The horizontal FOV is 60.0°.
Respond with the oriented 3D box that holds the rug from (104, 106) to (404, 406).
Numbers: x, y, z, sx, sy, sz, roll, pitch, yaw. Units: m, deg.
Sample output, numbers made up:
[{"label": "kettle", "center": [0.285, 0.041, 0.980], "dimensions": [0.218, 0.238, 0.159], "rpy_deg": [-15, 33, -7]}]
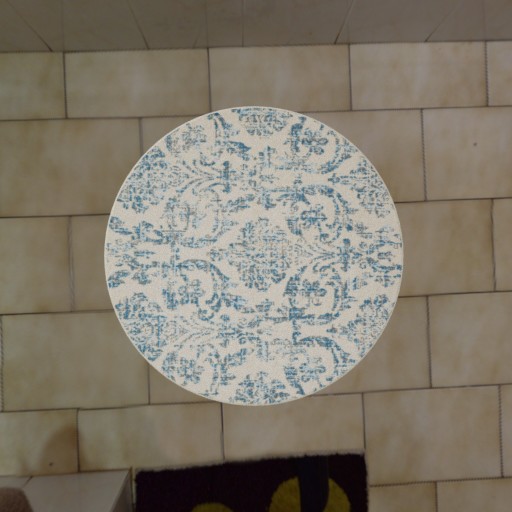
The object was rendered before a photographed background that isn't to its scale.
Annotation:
[{"label": "rug", "center": [0.000, 0.000, 2.357], "dimensions": [1.593, 0.012, 1.593], "rpy_deg": [0, 90, -2]}]
